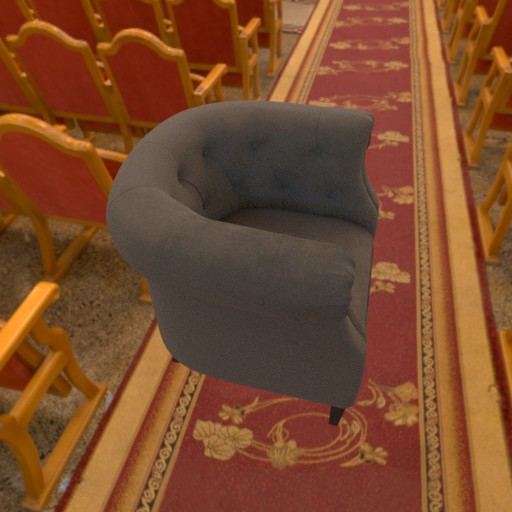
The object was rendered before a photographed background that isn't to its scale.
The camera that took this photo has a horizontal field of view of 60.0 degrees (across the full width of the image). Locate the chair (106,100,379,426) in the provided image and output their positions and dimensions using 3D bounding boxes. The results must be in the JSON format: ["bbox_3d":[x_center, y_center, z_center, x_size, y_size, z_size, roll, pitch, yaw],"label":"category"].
[{"bbox_3d":[0.000,0.000,1.596,0.851,0.826,0.904,10,46,10],"label":"chair"}]
